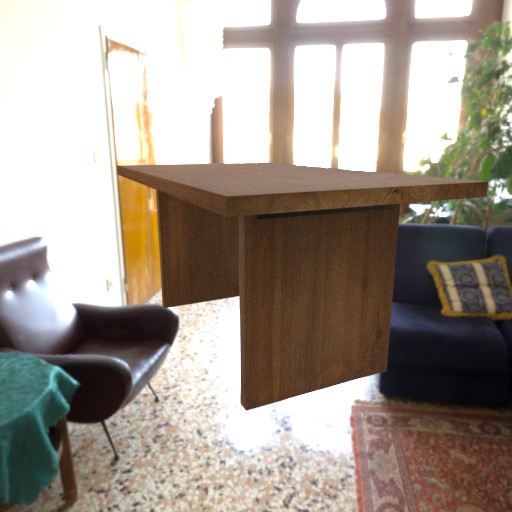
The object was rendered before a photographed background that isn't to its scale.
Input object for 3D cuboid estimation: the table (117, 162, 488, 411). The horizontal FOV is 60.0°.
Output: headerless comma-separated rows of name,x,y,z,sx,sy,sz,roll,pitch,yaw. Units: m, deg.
table,0.000,0.000,2.078,0.946,0.780,1.609,-7,16,-25
